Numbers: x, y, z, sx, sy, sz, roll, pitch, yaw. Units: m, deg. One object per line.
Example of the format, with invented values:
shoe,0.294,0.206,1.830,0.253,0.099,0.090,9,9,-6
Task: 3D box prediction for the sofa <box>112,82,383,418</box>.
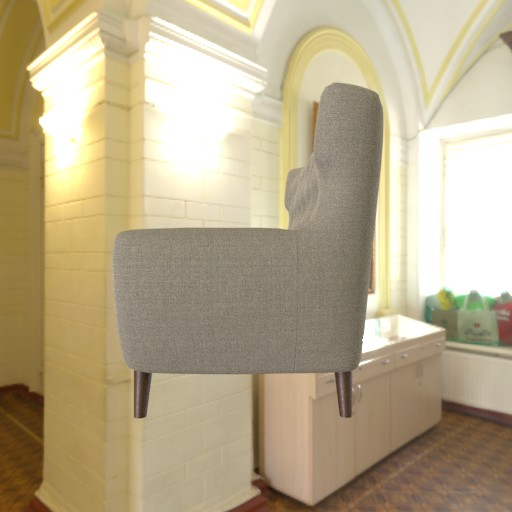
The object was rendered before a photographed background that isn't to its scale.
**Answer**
sofa,0.000,0.000,1.958,0.884,1.028,1.386,0,0,-1
